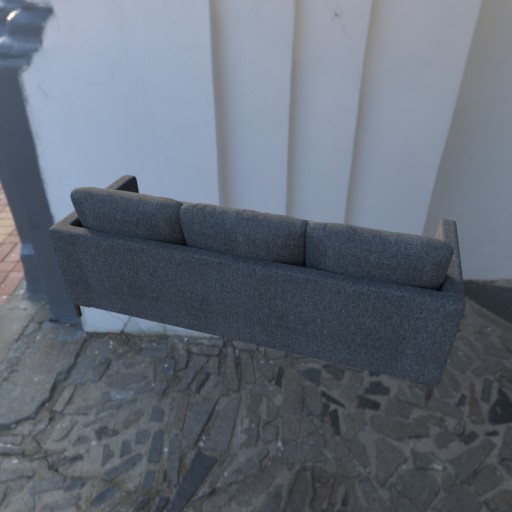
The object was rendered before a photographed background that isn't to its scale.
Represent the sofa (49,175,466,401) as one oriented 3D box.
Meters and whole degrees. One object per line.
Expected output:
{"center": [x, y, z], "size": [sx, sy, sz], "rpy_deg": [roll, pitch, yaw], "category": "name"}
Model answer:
{"center": [0.000, 0.000, 2.683], "size": [2.218, 0.874, 0.859], "rpy_deg": [10, 35, 15], "category": "sofa"}
